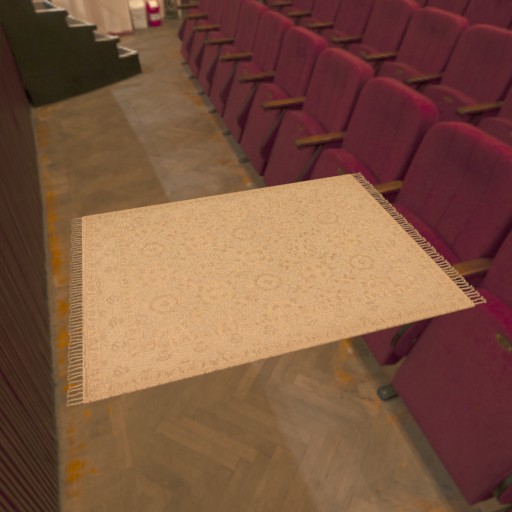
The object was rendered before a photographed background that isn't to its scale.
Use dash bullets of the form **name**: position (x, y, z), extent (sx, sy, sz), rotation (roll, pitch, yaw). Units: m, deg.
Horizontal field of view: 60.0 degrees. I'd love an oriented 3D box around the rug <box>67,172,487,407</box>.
- **rug**: position (0.000, 0.000, 2.216), extent (1.771, 0.015, 1.223), rotation (-11, 41, -13)
